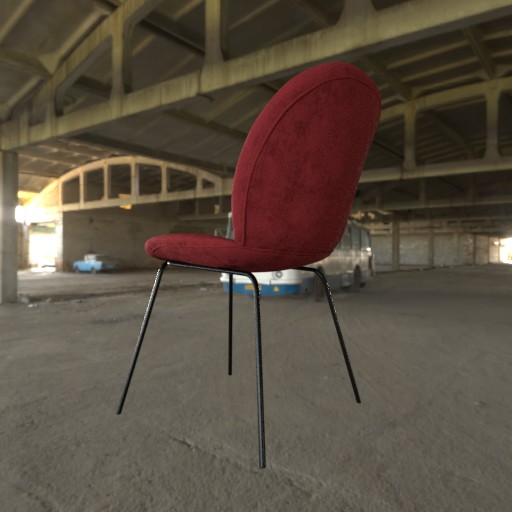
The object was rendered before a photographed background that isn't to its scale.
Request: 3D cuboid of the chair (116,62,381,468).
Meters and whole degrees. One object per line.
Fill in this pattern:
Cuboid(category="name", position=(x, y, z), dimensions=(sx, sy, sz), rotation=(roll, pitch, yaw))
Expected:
Cuboid(category="chair", position=(0.000, 0.000, 1.118), dimensions=(0.587, 0.791, 0.458), rotation=(0, 1, 37))
